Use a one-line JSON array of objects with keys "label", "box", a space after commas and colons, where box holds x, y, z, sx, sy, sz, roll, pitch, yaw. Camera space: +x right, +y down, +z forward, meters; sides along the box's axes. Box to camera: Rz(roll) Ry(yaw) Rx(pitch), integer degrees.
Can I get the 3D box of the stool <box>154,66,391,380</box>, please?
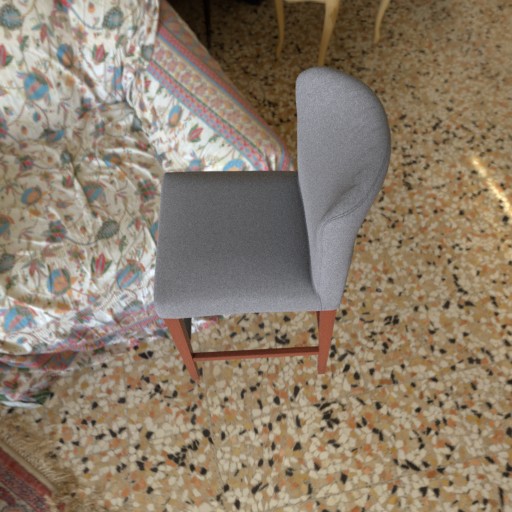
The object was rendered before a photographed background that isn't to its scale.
[{"label": "stool", "box": [0.000, 0.000, 1.380, 0.568, 1.069, 0.481, -3, 58, -2]}]
